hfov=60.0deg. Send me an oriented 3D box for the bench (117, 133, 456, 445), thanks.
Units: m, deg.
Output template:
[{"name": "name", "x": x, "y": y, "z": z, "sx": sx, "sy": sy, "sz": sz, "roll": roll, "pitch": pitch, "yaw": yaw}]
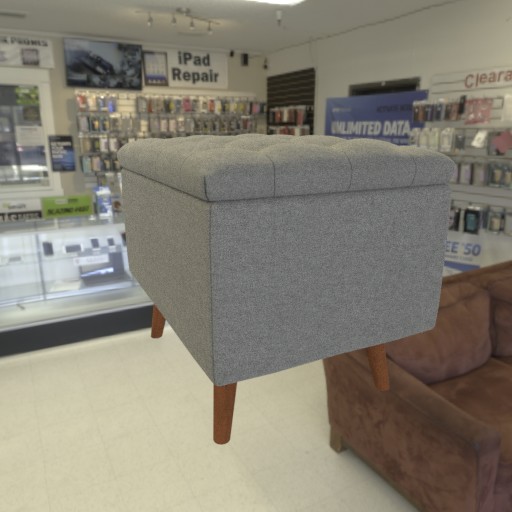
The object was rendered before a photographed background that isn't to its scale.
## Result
[{"name": "bench", "x": 0.000, "y": 0.000, "z": 0.888, "sx": 0.417, "sy": 0.469, "sz": 0.572, "roll": -8, "pitch": 18, "yaw": -25}]
